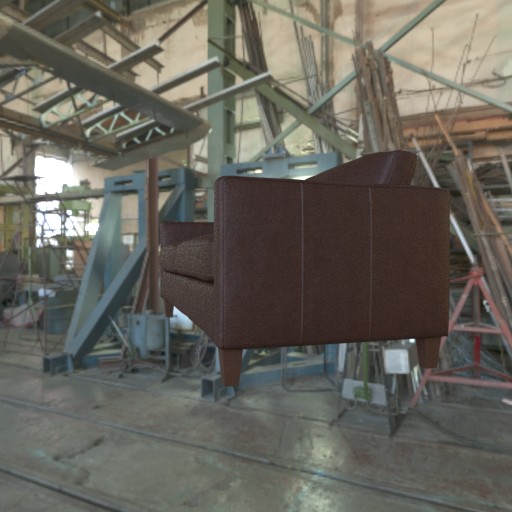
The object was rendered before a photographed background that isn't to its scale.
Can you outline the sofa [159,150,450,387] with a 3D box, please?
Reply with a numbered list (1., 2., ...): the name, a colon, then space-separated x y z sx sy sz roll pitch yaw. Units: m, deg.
1. sofa: 0.000 0.000 2.437 0.923 0.863 1.971 0 0 -17
